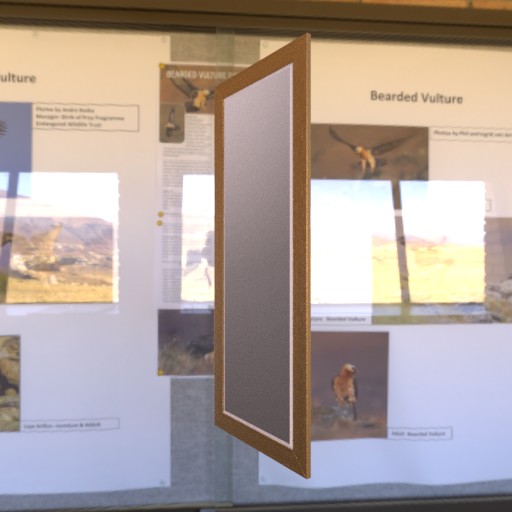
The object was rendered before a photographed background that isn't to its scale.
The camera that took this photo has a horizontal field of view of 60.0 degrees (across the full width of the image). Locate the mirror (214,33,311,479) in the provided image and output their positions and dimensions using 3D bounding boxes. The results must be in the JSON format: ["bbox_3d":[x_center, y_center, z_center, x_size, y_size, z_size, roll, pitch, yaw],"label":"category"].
[{"bbox_3d":[0.000,0.000,2.350,0.025,2.031,0.812,0,0,-36],"label":"mirror"}]
